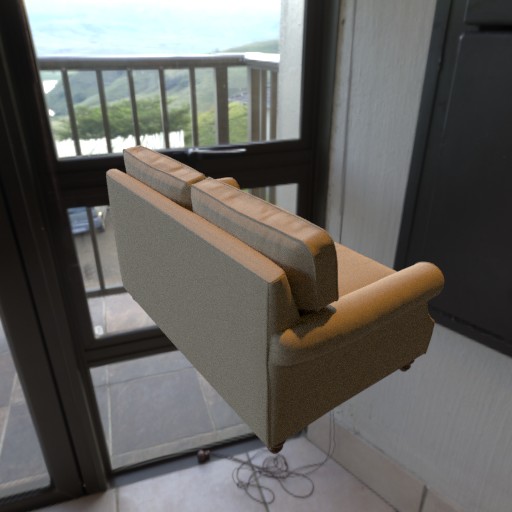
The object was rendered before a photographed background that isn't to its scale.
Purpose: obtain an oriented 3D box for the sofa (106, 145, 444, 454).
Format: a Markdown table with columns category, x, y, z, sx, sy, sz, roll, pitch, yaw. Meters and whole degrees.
| category | x | y | z | sx | sy | sz | roll | pitch | yaw |
| --- | --- | --- | --- | --- | --- | --- | --- | --- | --- |
| sofa | 0.000 | 0.000 | 2.250 | 0.964 | 0.937 | 1.665 | -18 | 32 | -32 |
